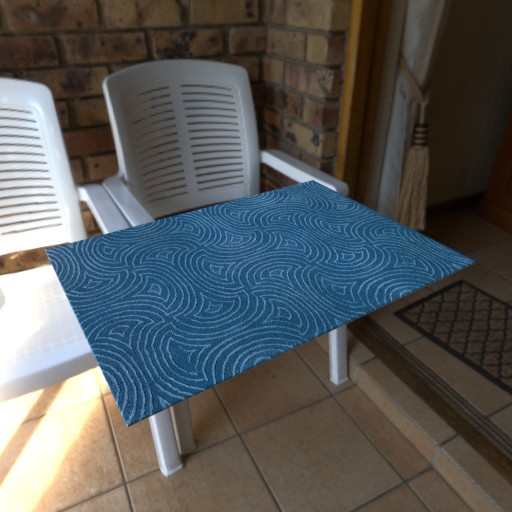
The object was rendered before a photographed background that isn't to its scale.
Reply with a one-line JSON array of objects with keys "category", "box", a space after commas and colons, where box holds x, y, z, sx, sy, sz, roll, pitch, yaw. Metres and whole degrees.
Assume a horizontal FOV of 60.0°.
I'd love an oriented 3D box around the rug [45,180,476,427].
[{"category": "rug", "box": [0.000, 0.000, 2.712, 2.144, 0.015, 1.543, -19, 36, -28]}]
